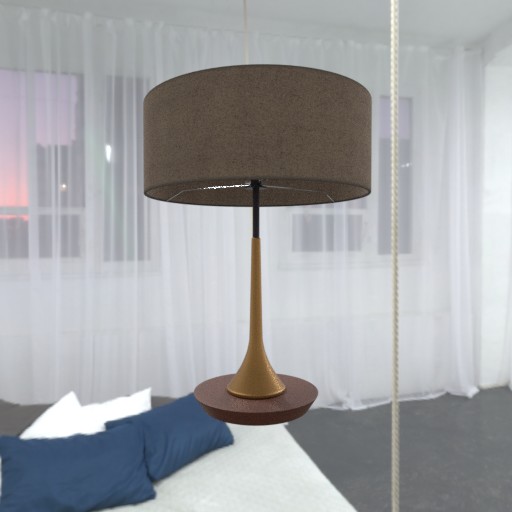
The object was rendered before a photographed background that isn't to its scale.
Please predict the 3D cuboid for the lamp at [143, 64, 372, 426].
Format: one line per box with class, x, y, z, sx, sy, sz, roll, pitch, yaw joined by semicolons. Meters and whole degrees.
lamp;0.000;0.000;0.813;0.396;0.551;0.417;-1;1;-35
